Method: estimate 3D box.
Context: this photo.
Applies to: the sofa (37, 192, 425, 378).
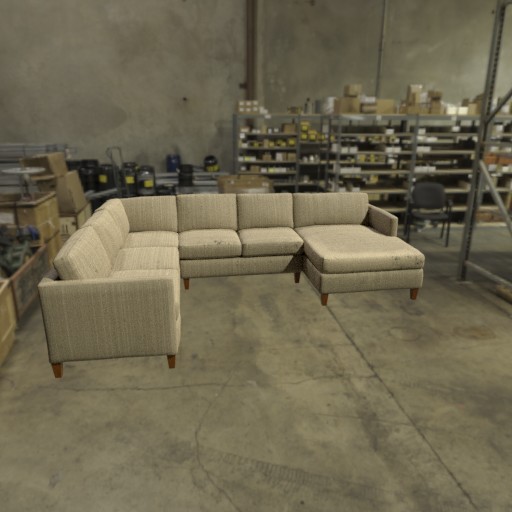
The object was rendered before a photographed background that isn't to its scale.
[{"bbox_3d":[0.000,0.000,4.540,3.460,0.961,2.594,-3,18,-9],"label":"sofa"}]
